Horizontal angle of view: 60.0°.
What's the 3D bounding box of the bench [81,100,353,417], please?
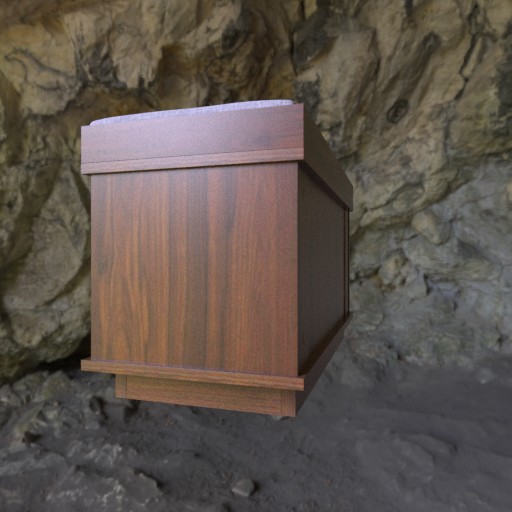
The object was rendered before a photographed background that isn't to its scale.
[{"bbox_3d":[0.000,0.000,0.988,0.362,0.461,0.734,0,0,17],"label":"bench"}]
